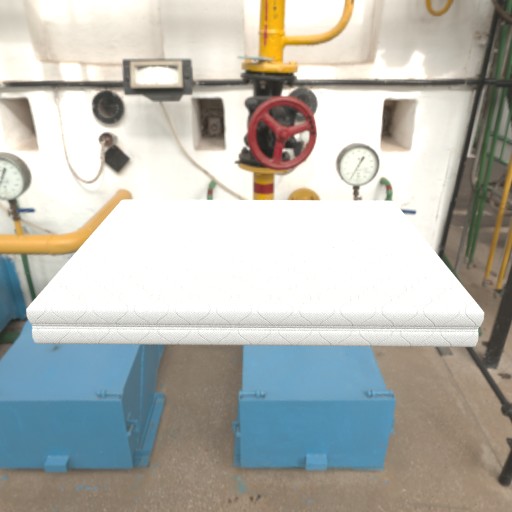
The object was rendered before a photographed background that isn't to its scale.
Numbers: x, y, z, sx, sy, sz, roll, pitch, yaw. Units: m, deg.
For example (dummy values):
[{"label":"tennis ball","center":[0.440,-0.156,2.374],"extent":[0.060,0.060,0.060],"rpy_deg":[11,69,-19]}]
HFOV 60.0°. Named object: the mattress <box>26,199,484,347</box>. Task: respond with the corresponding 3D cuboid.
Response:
[{"label":"mattress","center":[0.000,0.000,2.489],"extent":[1.900,0.200,1.400],"rpy_deg":[0,26,1]}]
